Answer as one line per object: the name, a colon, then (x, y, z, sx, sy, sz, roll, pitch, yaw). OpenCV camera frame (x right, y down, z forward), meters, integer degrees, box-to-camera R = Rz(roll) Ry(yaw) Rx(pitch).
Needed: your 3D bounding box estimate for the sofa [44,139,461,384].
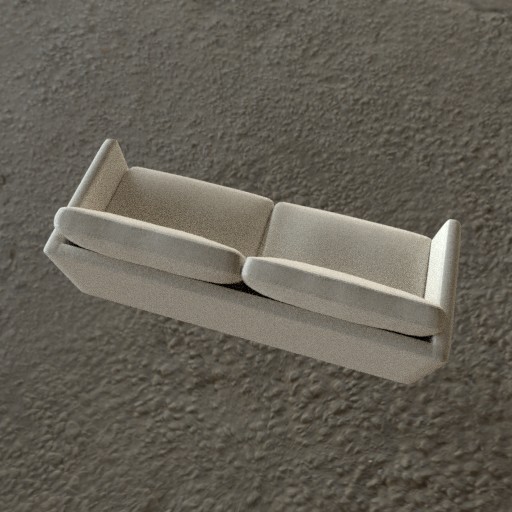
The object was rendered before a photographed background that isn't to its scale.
sofa: (0.000, 0.000, 2.949, 2.434, 0.965, 0.948, 15, 65, 7)
